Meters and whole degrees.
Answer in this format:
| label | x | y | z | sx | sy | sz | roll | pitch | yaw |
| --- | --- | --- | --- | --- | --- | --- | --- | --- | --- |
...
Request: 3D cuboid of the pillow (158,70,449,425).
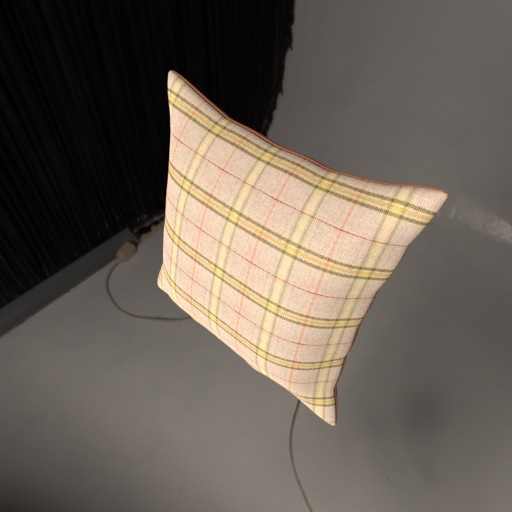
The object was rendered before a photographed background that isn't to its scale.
| label | x | y | z | sx | sy | sz | roll | pitch | yaw |
| --- | --- | --- | --- | --- | --- | --- | --- | --- | --- |
| pillow | 0.000 | 0.000 | 0.707 | 0.453 | 0.430 | 0.200 | 33 | 55 | 26 |
